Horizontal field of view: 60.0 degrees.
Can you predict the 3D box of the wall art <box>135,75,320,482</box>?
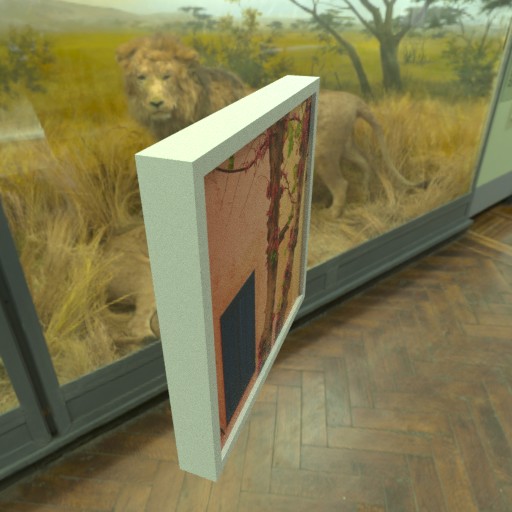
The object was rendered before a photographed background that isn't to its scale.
[{"bbox_3d":[0.000,0.000,0.454,0.038,0.302,0.305,11,33,18],"label":"wall art"}]
